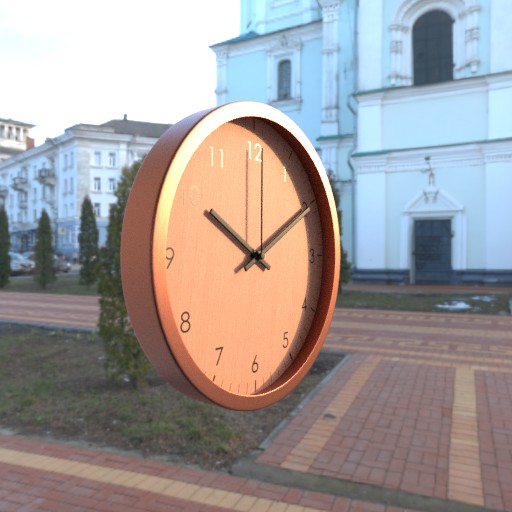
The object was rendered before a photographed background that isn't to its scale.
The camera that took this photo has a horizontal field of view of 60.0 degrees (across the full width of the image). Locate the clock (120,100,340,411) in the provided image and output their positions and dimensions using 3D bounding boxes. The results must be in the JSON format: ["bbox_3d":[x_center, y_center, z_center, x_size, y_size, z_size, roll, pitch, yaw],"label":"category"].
[{"bbox_3d":[0.000,0.000,0.475,0.040,0.313,0.313,0,0,38],"label":"clock"}]
